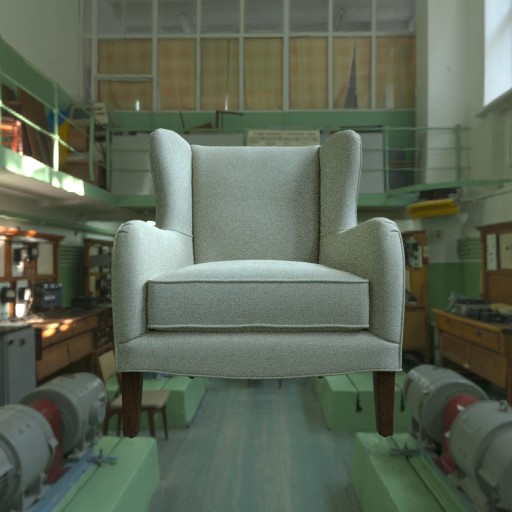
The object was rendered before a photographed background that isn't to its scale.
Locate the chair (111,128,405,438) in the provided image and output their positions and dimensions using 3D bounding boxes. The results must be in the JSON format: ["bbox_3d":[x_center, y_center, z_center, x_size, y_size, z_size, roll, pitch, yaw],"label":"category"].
[{"bbox_3d":[0.000,0.000,1.683,0.838,1.040,0.966,0,0,-1],"label":"chair"}]
